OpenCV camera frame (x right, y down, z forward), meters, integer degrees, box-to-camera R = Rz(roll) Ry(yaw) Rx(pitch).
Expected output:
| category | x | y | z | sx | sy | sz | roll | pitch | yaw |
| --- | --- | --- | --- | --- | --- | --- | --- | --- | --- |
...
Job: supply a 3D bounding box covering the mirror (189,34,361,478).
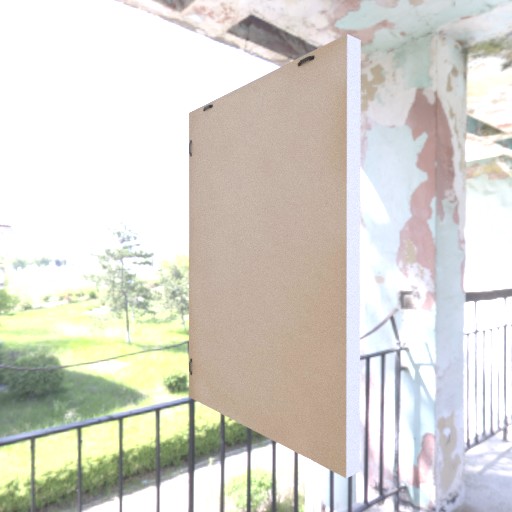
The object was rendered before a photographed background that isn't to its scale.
| category | x | y | z | sx | sy | sz | roll | pitch | yaw |
| --- | --- | --- | --- | --- | --- | --- | --- | --- | --- |
| mirror | 0.000 | 0.000 | 0.916 | 0.039 | 0.710 | 0.507 | 0 | 1 | -38 |
